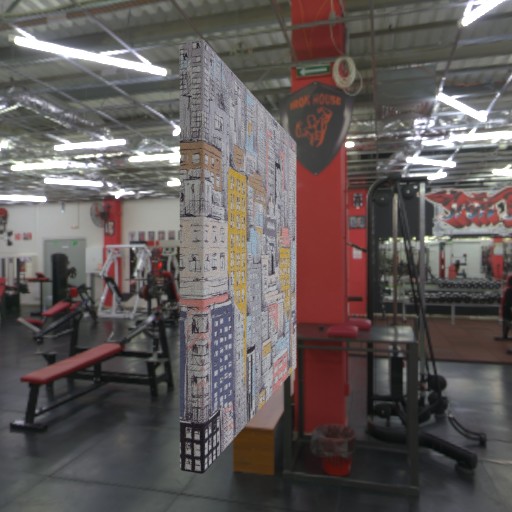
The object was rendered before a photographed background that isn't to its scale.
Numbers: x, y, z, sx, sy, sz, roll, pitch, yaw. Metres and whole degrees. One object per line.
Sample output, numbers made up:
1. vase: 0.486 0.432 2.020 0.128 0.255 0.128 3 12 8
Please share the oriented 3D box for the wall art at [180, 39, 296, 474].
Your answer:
1. wall art: 0.000 0.000 1.141 0.048 0.762 0.761 0 0 17
